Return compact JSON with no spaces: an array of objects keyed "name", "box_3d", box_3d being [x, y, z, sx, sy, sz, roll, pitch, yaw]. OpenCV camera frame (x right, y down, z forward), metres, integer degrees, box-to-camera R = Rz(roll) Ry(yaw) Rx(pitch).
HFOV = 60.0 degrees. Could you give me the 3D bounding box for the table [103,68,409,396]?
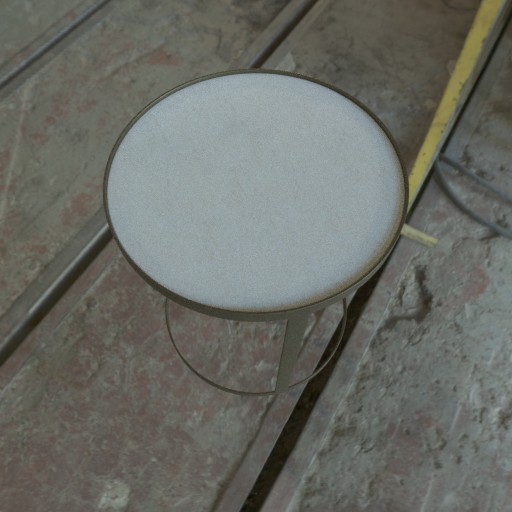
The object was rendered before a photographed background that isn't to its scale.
[{"name":"table","box_3d":[0.000,0.000,0.951,0.480,0.565,0.480,0,62,0]}]
